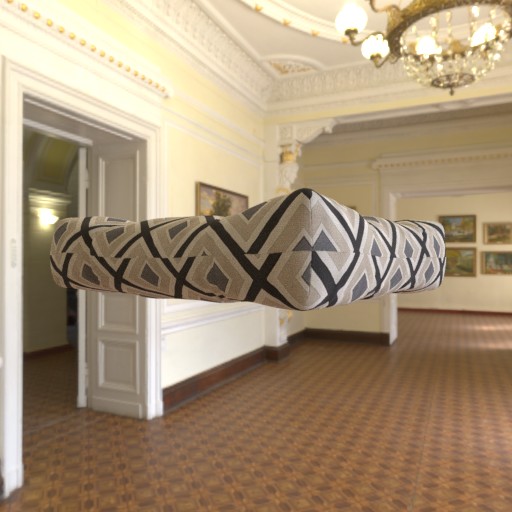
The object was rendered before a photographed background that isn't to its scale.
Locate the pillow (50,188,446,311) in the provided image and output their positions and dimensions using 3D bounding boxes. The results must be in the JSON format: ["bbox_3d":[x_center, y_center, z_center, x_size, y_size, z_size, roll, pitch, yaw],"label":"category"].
[{"bbox_3d":[0.000,0.000,0.726,0.490,0.128,0.468,-1,-1,37],"label":"pillow"}]
